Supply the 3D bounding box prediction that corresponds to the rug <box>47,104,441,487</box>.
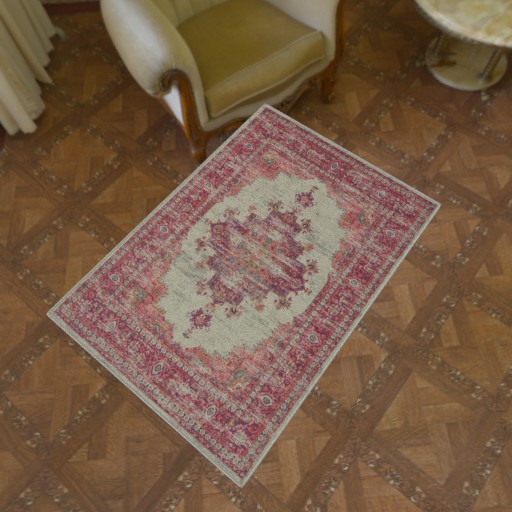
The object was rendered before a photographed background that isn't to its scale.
[{"bbox_3d":[0.000,0.000,3.763,2.005,0.014,2.878,35,69,16],"label":"rug"}]
